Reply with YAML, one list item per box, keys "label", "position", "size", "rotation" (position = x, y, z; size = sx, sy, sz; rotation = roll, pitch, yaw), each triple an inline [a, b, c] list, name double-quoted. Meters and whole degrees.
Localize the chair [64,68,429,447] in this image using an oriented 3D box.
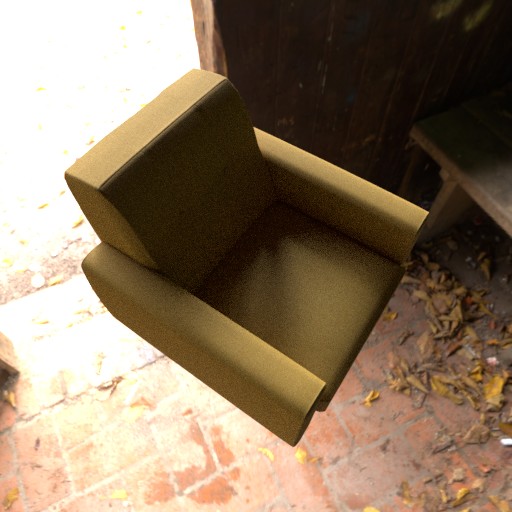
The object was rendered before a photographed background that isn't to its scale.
- label: "chair"
  position: [0.000, 0.000, 1.534]
  size: [0.909, 0.841, 0.831]
  rotation: [30, 62, 18]
